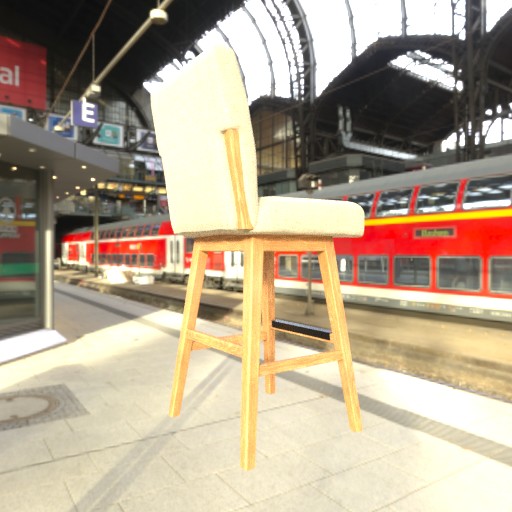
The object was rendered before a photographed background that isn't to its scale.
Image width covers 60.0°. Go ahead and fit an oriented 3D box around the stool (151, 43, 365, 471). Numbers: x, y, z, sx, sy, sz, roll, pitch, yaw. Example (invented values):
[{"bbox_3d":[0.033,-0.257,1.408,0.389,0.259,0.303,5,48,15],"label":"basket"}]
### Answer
[{"bbox_3d":[0.000,0.000,1.451,0.569,1.106,0.483,-1,1,-35],"label":"stool"}]
